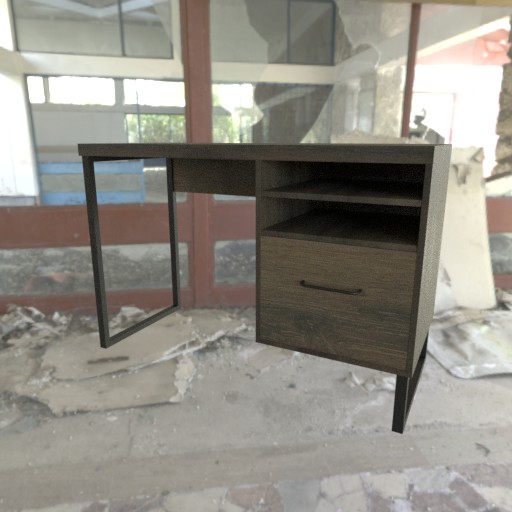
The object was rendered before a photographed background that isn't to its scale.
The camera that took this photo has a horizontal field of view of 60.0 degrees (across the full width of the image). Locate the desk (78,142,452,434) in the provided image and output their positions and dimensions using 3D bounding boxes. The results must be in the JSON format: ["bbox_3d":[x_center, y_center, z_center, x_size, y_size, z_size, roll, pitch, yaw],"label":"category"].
[{"bbox_3d":[0.000,0.000,1.532,1.134,0.752,0.511,8,17,27],"label":"desk"}]
